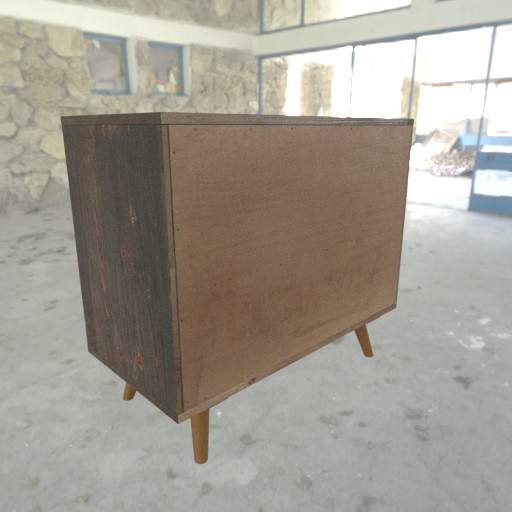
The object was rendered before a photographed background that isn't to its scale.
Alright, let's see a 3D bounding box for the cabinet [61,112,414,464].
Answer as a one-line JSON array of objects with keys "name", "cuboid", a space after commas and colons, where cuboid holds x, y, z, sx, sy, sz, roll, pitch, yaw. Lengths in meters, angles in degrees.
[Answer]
[{"name": "cabinet", "cuboid": [0.000, 0.000, 1.506, 1.023, 0.897, 0.529, -15, 22, -42]}]
